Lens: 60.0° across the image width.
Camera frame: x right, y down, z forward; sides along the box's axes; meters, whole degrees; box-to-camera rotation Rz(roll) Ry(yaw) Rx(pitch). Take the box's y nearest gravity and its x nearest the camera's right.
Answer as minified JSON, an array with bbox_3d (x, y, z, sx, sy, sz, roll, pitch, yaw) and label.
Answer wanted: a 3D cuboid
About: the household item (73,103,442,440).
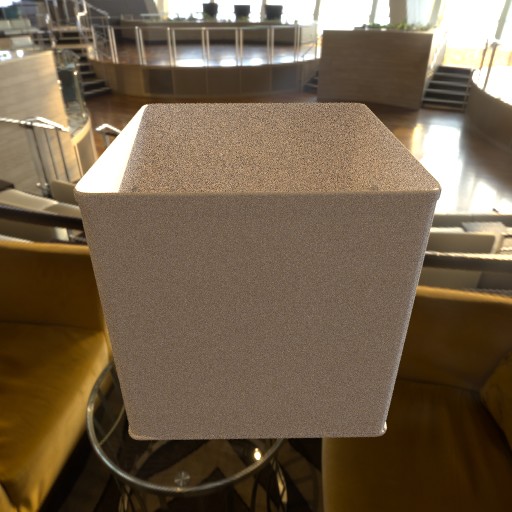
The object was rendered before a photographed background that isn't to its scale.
[{"bbox_3d":[0.000,0.000,0.557,0.305,0.305,0.305,0,32,-1],"label":"household item"}]
